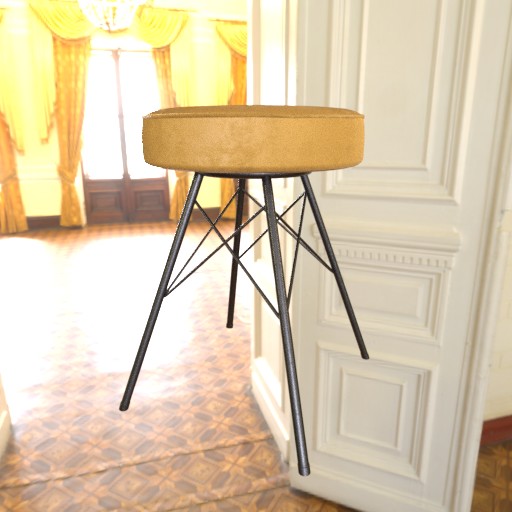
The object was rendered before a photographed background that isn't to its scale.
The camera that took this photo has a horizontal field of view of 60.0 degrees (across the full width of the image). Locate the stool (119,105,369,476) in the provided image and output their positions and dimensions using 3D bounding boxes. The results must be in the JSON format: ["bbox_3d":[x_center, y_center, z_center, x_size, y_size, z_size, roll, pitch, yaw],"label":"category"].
[{"bbox_3d":[0.000,0.000,0.940,0.438,0.595,0.472,9,18,28],"label":"stool"}]
